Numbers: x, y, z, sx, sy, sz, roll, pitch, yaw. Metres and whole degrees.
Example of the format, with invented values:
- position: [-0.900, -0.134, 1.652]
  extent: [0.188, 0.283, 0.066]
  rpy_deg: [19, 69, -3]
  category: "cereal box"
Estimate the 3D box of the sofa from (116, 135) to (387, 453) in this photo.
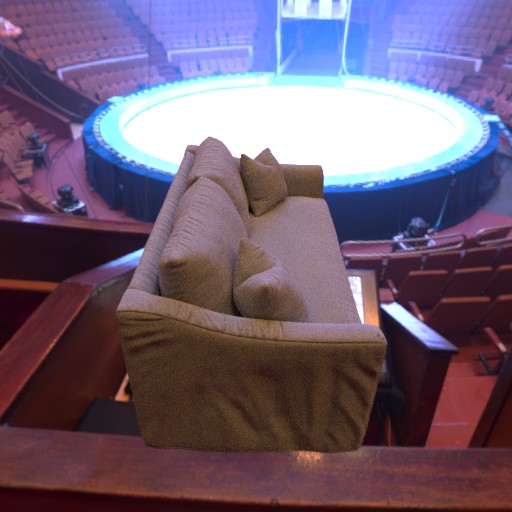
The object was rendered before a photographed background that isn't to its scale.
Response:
- position: [0.000, 0.000, 2.656]
  extent: [1.072, 1.018, 2.010]
  rpy_deg: [0, 32, 0]
  category: "sofa"
